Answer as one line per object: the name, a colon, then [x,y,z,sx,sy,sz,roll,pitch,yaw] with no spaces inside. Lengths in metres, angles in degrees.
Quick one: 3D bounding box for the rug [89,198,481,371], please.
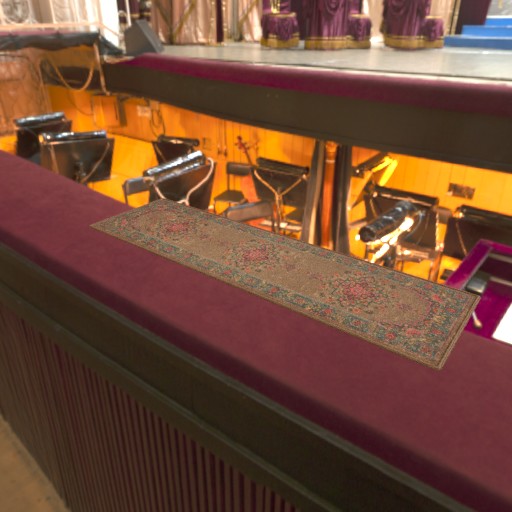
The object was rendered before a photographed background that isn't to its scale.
rug: [0.000,0.000,2.570,2.297,0.019,0.659,19,34,32]
